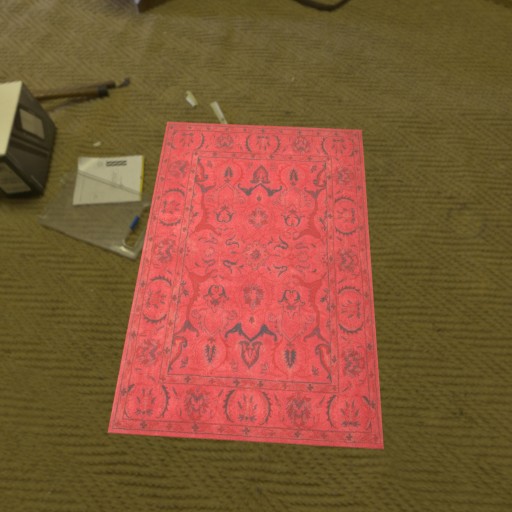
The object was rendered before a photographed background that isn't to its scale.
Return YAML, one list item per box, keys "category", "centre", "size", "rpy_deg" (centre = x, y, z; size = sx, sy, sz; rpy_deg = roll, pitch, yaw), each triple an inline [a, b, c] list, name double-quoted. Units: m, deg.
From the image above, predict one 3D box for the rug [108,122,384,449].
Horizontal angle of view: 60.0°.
- category: "rug"
  centre: [0.000, 0.000, 2.343]
  size: [1.209, 0.008, 1.814]
  rpy_deg: [3, 63, 1]
